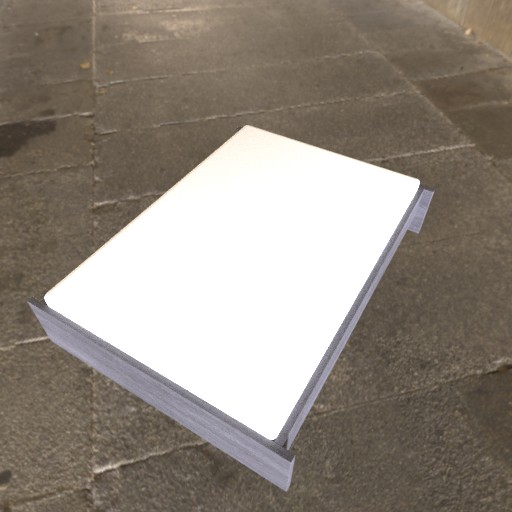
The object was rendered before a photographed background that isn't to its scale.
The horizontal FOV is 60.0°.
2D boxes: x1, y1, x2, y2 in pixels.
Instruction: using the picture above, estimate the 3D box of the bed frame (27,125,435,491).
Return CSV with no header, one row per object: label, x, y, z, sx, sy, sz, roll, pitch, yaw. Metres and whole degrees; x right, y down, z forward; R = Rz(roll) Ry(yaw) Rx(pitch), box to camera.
bed frame,0.000,0.000,2.625,1.490,0.432,1.950,24,51,21
